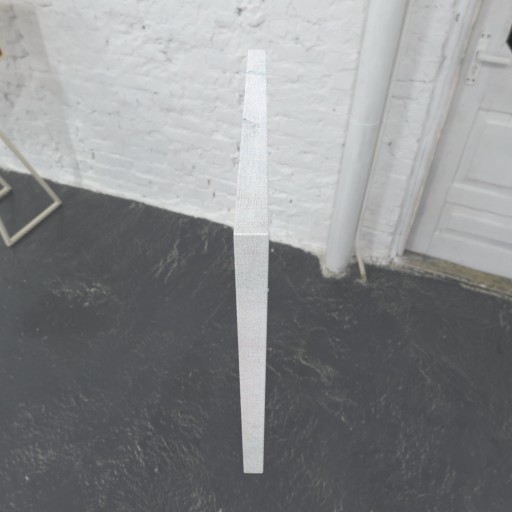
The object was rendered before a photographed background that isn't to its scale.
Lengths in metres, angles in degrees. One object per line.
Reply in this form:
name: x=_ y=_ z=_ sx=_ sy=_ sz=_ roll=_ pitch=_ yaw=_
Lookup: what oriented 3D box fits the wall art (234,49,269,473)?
wall art: x=0.000 y=0.000 z=0.903 sx=0.040 sy=0.612 sz=0.612 roll=0 pitch=42 yaw=1
